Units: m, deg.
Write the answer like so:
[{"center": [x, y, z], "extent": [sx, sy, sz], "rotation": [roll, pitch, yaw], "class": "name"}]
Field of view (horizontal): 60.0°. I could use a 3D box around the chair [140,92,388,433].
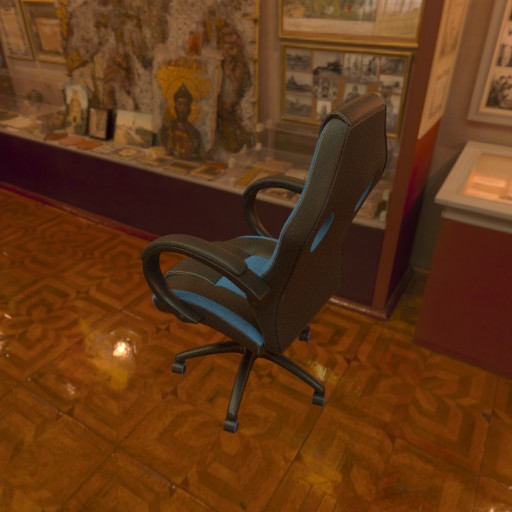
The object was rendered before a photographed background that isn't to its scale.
[{"center": [0.000, 0.000, 1.628], "extent": [0.724, 1.187, 0.673], "rotation": [19, 37, 28], "class": "chair"}]
